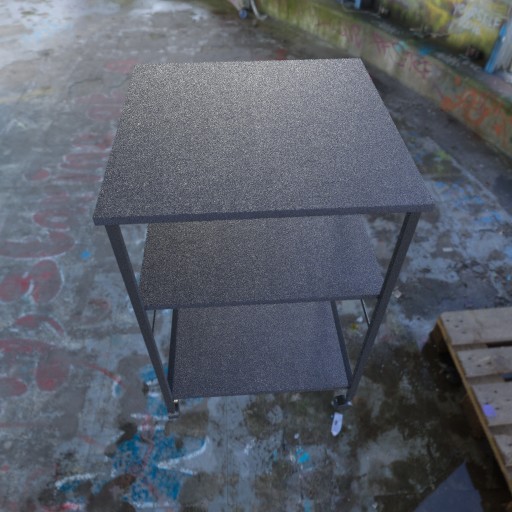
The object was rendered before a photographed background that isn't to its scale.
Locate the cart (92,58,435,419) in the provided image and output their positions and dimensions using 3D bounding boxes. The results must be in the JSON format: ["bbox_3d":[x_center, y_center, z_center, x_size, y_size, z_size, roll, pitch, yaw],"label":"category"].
[{"bbox_3d":[0.000,0.000,1.126,0.521,0.762,0.520,-3,47,-2],"label":"cart"}]
